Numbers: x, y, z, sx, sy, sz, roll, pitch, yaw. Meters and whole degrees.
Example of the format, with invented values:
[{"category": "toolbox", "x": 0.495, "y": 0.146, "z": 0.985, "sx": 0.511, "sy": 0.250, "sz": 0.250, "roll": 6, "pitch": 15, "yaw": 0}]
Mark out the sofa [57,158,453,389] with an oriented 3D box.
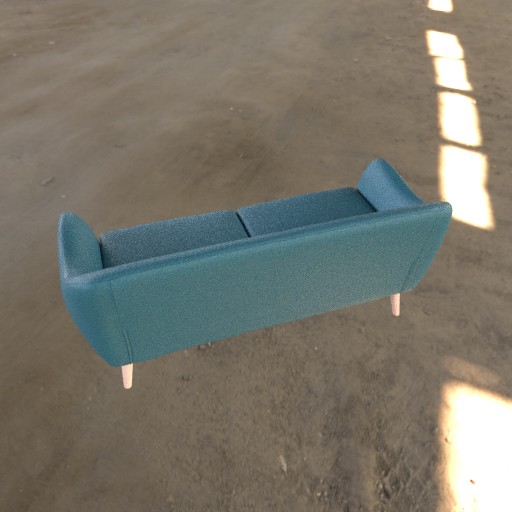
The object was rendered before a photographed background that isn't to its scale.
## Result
[{"category": "sofa", "x": 0.000, "y": 0.000, "z": 2.268, "sx": 1.840, "sy": 0.836, "sz": 0.820, "roll": -12, "pitch": 42, "yaw": -14}]
